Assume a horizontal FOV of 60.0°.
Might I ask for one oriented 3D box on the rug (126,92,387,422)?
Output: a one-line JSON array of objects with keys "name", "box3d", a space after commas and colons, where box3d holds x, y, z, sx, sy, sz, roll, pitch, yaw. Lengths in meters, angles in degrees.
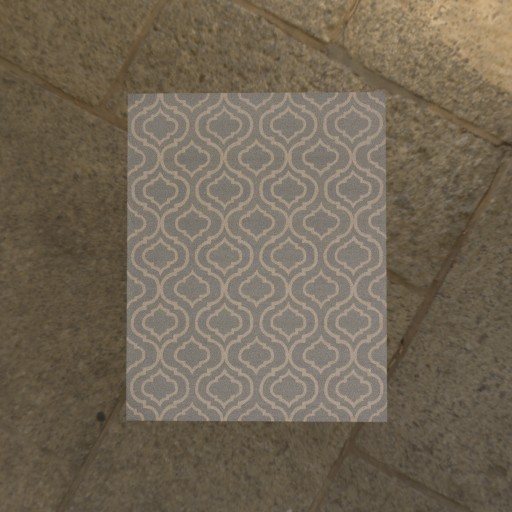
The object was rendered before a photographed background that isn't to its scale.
[{"name": "rug", "box3d": [0.000, 0.000, 3.907, 2.283, 0.006, 2.892, 0, 89, 1]}]
